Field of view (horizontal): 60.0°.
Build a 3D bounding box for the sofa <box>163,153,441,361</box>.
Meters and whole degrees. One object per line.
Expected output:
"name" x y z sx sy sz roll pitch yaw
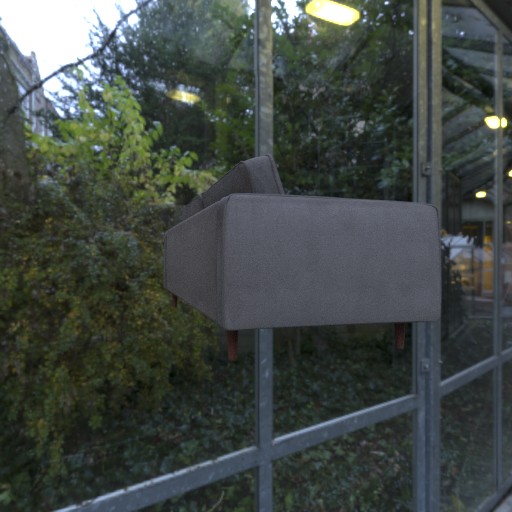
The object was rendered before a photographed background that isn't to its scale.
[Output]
"sofa" 0.000 0.000 2.733 0.923 0.813 2.295 0 0 -17
